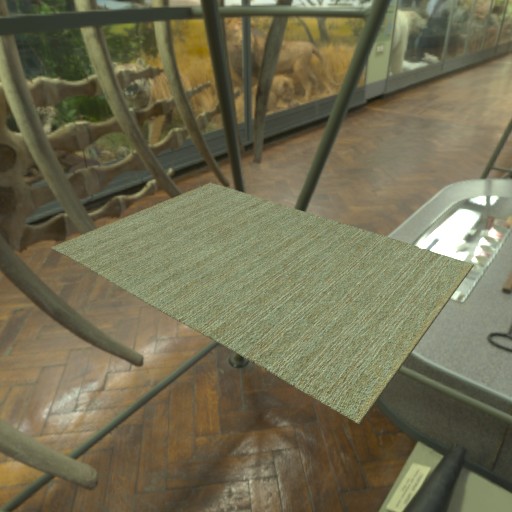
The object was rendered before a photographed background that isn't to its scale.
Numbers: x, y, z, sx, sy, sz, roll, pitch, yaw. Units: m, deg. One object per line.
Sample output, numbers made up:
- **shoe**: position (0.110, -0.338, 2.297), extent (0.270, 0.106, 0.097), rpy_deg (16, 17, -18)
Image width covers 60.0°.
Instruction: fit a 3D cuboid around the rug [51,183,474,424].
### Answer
- **rug**: position (0.000, 0.000, 2.302), extent (1.824, 0.010, 1.240), rpy_deg (22, 37, 33)
